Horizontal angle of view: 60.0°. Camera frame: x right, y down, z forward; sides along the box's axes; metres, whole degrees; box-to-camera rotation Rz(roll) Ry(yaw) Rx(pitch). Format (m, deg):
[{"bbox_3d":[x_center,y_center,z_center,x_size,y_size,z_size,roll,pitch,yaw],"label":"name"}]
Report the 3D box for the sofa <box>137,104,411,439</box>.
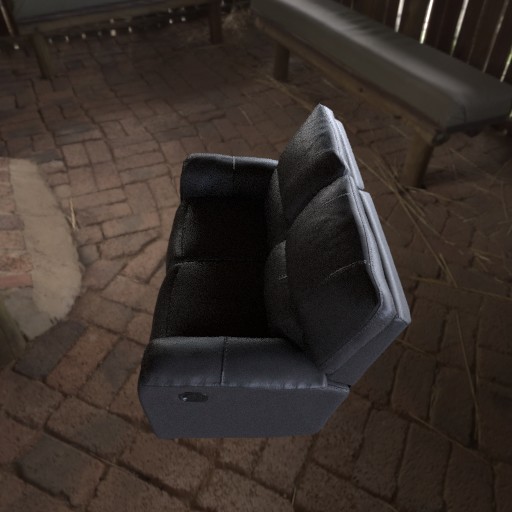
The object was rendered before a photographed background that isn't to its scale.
[{"bbox_3d":[0.000,0.000,2.455,1.104,1.111,1.765,0,43,-1],"label":"sofa"}]
